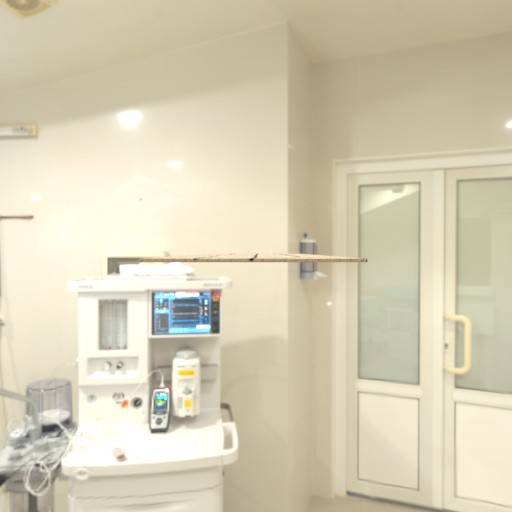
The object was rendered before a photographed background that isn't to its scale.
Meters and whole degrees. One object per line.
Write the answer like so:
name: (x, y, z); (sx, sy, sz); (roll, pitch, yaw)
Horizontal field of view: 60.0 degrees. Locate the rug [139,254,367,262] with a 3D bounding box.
rug: (0.000, 0.000, 2.690); (0.762, 0.012, 2.438); (0, 1, 0)
